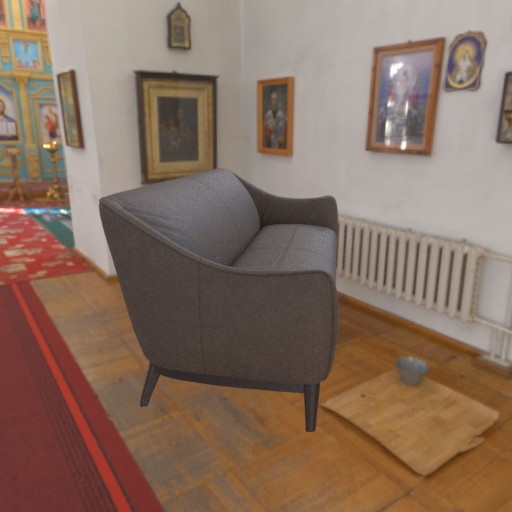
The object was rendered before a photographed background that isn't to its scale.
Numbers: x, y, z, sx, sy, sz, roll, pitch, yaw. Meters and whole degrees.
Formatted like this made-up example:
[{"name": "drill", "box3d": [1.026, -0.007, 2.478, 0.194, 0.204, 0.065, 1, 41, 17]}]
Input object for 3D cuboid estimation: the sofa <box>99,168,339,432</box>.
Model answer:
[{"name": "sofa", "box3d": [0.000, 0.000, 2.382, 0.869, 0.831, 1.928, 3, 15, 10]}]
